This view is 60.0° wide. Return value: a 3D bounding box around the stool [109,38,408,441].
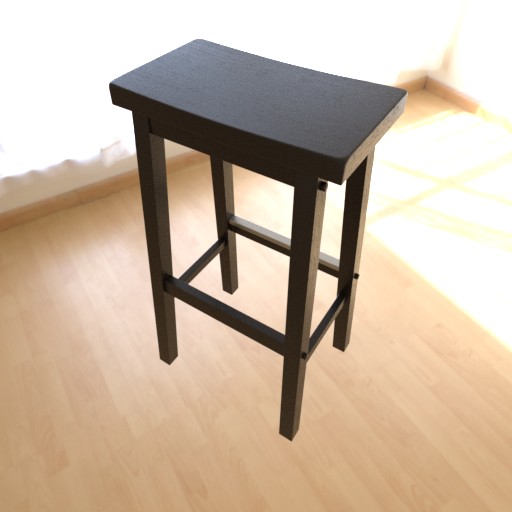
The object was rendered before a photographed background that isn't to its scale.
[{"bbox_3d":[0.000,0.000,0.944,0.406,0.742,0.322,25,50,22],"label":"stool"}]
